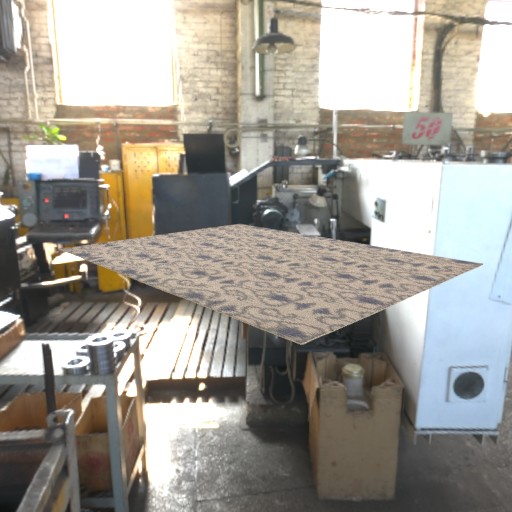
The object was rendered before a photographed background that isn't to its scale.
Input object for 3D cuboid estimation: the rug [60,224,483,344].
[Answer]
[{"bbox_3d":[0.000,0.000,4.158,2.437,0.015,3.205,-12,17,-42],"label":"rug"}]
